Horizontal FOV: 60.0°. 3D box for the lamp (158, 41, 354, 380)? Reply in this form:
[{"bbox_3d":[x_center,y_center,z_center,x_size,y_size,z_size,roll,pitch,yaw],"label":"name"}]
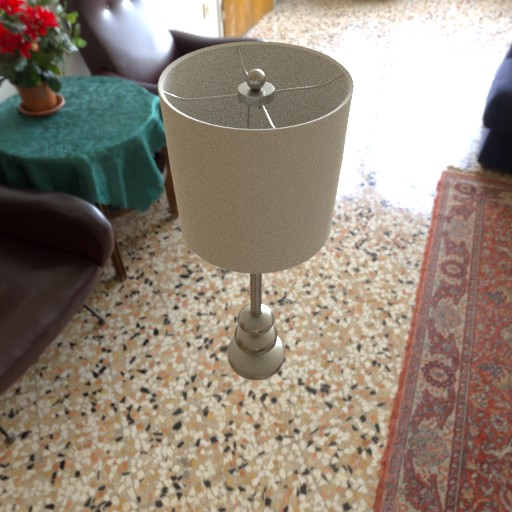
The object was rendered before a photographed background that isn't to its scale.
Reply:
[{"bbox_3d":[0.000,0.000,0.817,0.254,0.690,0.254,-9,47,-9],"label":"lamp"}]
